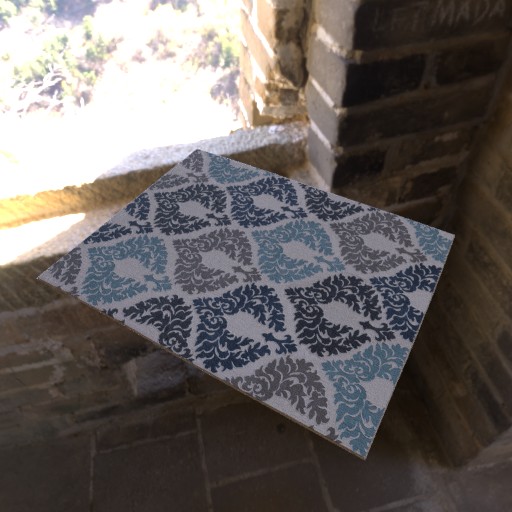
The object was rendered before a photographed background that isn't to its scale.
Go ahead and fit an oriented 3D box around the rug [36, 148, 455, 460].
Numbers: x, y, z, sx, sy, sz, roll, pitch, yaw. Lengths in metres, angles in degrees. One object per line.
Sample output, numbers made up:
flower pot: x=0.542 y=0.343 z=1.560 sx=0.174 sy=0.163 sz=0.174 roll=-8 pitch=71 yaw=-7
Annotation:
rug: x=0.000 y=0.000 z=4.064 sx=3.040 sy=0.014 sz=2.423 roll=23 pitch=50 yaw=21
